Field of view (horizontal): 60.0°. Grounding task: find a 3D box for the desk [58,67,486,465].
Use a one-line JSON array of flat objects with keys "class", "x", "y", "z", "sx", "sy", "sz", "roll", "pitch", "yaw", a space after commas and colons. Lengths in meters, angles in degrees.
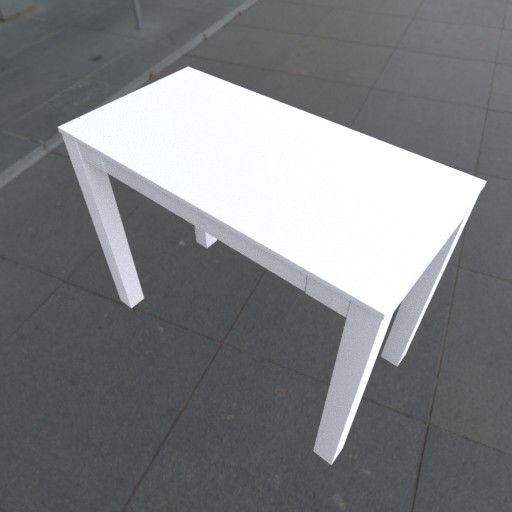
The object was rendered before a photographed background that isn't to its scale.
[{"class": "desk", "x": 0.000, "y": 0.000, "z": 1.398, "sx": 0.990, "sy": 0.762, "sz": 0.497, "roll": 31, "pitch": 54, "yaw": 26}]
